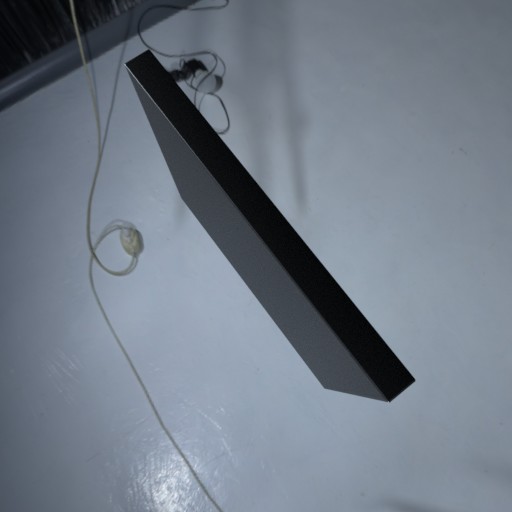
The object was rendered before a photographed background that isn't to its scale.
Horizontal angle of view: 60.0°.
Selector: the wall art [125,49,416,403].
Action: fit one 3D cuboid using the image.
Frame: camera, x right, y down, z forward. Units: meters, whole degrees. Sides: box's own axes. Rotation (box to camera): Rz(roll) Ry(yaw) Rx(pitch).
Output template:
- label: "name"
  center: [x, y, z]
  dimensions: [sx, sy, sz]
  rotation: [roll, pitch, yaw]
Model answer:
- label: "wall art"
  center: [0.000, 0.000, 0.541]
  dimensions: [0.028, 0.330, 0.380]
  rotation: [-36, 78, -9]
